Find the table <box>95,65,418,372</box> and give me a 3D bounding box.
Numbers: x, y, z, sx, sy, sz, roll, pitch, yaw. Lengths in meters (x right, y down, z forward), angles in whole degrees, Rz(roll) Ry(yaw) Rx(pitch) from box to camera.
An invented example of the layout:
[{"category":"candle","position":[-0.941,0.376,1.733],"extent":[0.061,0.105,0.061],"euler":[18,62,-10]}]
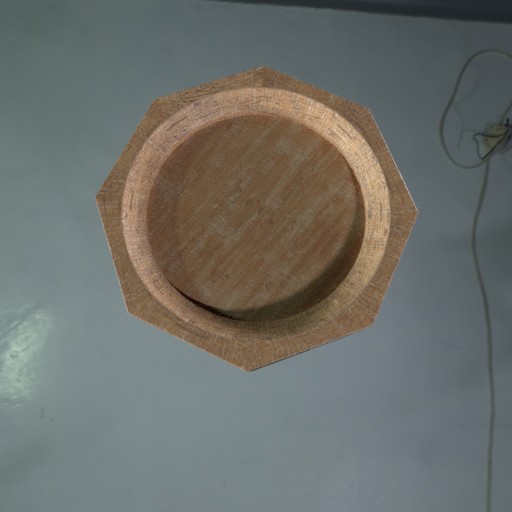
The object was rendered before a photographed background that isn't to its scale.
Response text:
[{"category":"table","position":[0.000,0.000,0.864],"extent":[0.437,0.553,0.437],"euler":[3,76,1]}]
